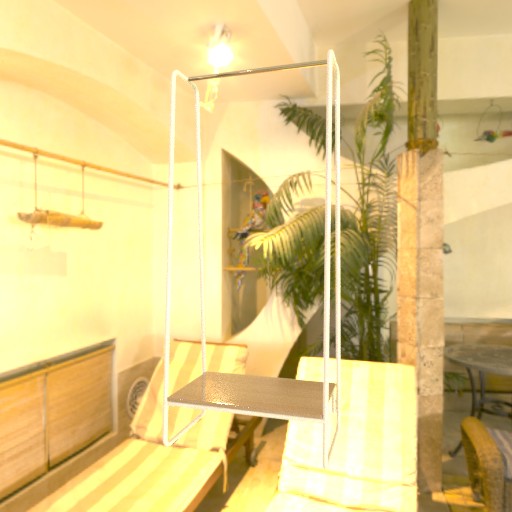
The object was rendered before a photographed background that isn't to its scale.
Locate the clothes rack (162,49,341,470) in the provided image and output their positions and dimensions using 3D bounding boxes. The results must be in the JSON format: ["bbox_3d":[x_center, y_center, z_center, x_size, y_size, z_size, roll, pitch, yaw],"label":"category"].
[{"bbox_3d":[0.000,0.000,1.790,0.640,1.500,0.400,0,1,17],"label":"clothes rack"}]
